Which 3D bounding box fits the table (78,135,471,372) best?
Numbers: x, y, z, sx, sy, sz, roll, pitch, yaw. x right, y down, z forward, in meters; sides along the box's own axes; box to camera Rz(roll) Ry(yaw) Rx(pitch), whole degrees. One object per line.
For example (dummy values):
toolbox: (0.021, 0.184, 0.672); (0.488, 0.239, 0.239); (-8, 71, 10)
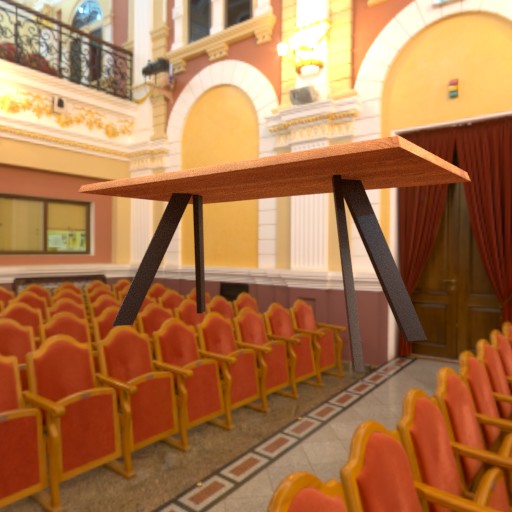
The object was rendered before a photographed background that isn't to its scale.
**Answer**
table: (0.000, 0.000, 2.242); (1.800, 0.770, 0.900); (1, 1, 38)
